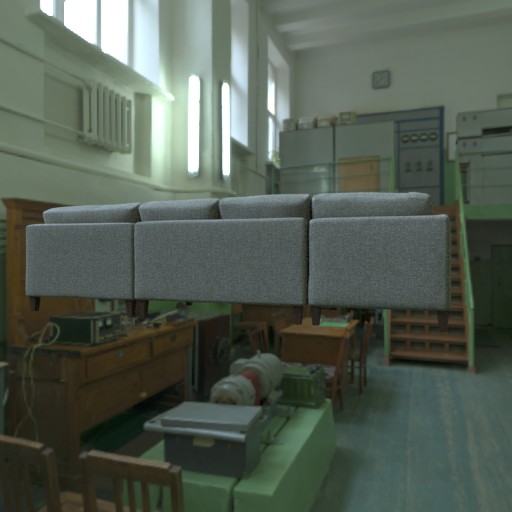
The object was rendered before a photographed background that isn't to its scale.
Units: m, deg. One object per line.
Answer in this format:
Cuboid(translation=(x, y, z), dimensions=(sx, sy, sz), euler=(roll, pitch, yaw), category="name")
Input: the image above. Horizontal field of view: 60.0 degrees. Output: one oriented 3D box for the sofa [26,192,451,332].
Cuboid(translation=(0.000, 0.000, 4.538), dimensions=(3.460, 0.959, 2.593), euler=(0, 0, 18), category="sofa")
